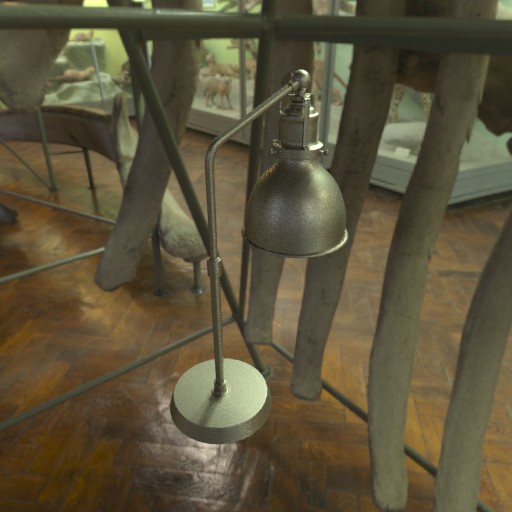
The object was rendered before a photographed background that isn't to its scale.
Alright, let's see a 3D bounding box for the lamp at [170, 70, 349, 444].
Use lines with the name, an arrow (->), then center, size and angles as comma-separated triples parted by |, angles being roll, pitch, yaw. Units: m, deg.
lamp -> 0.000, 0.000, 0.597 | 0.286, 0.456, 0.153 | -20, 34, -33
